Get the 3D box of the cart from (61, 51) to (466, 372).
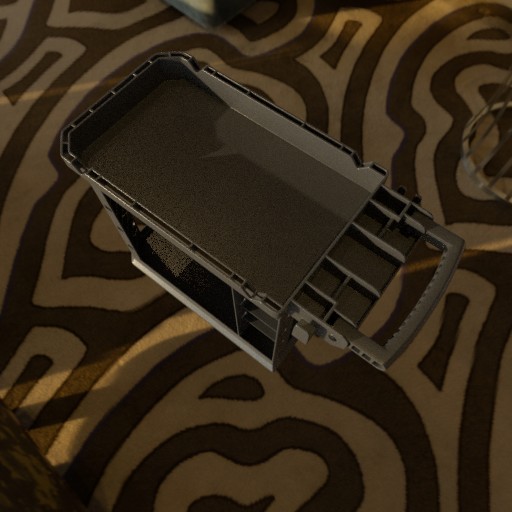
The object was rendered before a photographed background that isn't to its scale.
[{"bbox_3d":[0.000,0.000,1.545,1.061,0.884,0.497,35,70,15],"label":"cart"}]
